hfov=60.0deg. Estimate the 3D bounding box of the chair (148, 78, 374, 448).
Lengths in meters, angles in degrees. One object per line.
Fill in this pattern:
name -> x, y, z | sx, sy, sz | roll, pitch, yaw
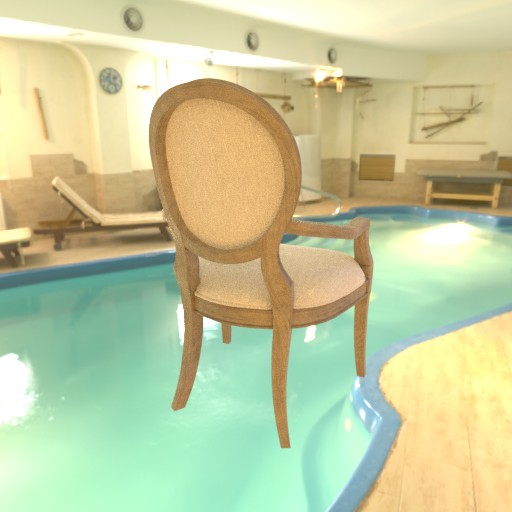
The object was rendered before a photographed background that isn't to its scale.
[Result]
chair -> 0.000, 0.000, 1.390 | 0.611, 0.991, 0.602 | 8, 18, 26
